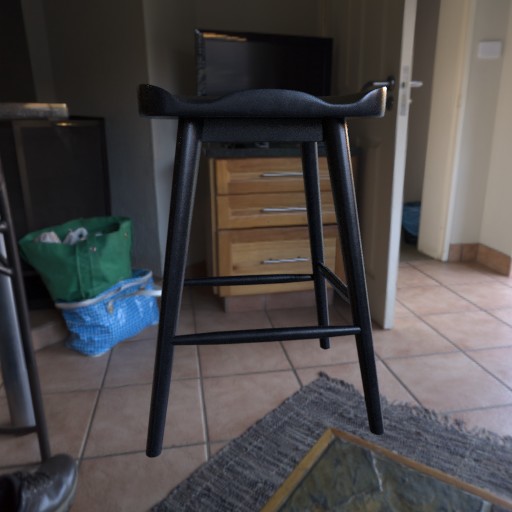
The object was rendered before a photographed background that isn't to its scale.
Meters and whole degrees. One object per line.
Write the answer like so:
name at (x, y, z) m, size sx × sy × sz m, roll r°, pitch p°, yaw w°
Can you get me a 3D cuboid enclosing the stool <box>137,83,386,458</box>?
stool at (0.000, 0.000, 0.882) m, size 0.440 × 0.615 × 0.361 m, roll -2°, pitch 16°, yaw -8°
